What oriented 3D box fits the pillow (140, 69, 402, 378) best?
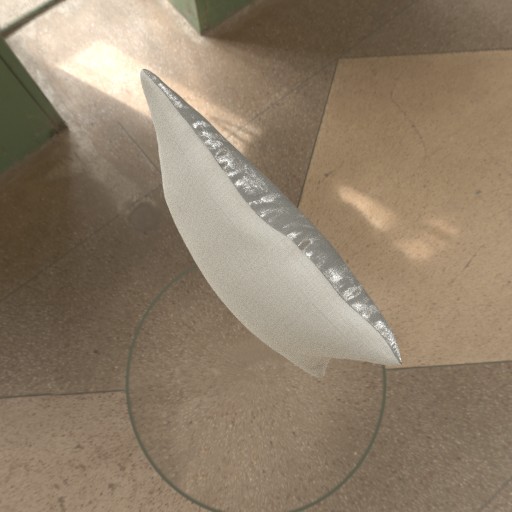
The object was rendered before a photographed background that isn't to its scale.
[{"bbox_3d":[0.000,0.000,0.727,0.175,0.464,0.470,-37,78,-9],"label":"pillow"}]
